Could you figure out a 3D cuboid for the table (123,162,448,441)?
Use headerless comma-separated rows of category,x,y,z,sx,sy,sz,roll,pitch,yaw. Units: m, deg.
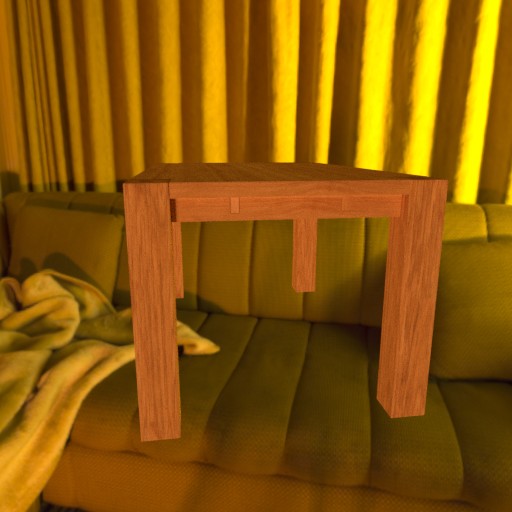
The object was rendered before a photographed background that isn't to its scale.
table,0.000,0.000,1.958,0.900,0.760,1.400,-2,14,-8
